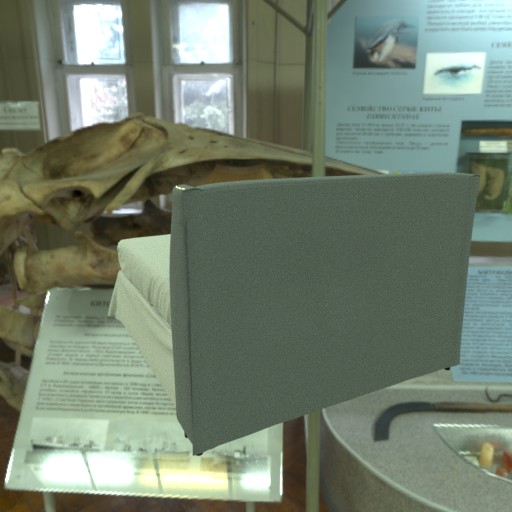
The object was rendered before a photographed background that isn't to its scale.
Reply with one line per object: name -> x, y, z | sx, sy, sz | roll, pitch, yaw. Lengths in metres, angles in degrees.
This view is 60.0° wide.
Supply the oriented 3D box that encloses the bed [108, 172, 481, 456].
bed -> 0.000, 0.000, 3.366 | 1.925, 1.332, 2.276 | -7, 16, -27
